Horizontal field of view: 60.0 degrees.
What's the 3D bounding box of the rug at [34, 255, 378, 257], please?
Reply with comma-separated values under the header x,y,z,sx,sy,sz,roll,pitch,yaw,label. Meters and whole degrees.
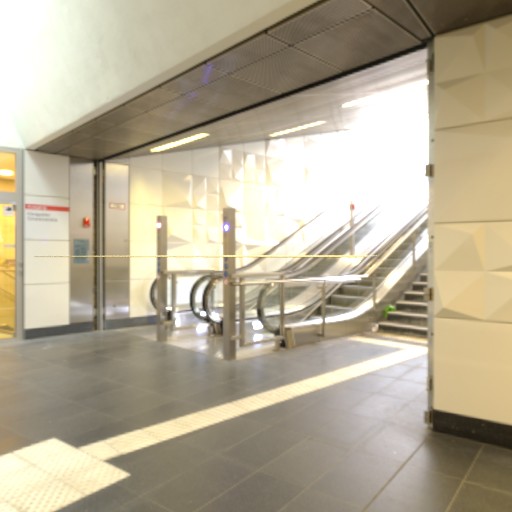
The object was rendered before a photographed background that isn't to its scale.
x,y,z,sx,sy,sz,roll,pitch,yaw,label
0.000,0.000,2.382,1.206,0.003,1.835,0,0,17,rug
